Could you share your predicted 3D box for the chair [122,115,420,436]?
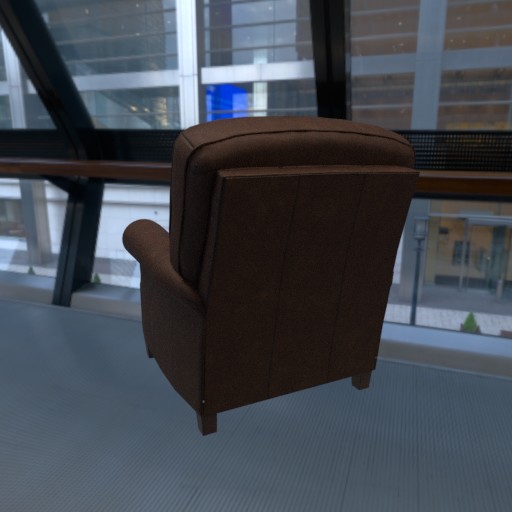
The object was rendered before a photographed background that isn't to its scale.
[{"bbox_3d":[0.000,0.000,1.761,0.936,1.018,0.986,-6,14,-26],"label":"chair"}]
